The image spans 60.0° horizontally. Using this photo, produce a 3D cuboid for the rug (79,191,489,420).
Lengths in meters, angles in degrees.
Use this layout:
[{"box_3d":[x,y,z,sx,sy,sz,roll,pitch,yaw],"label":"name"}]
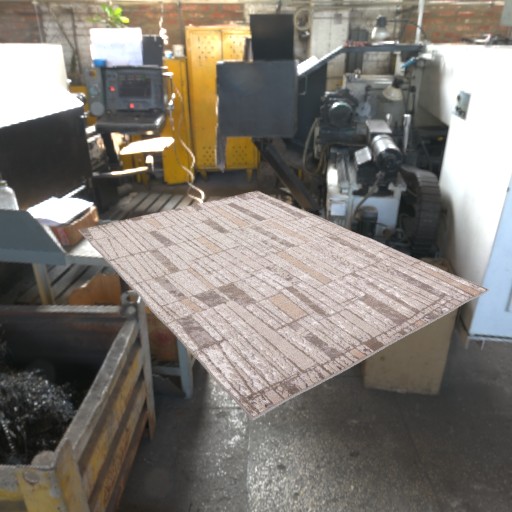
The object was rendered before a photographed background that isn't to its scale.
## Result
[{"box_3d":[0.000,0.000,4.313,2.449,0.019,3.357,-17,31,-31],"label":"rug"}]
